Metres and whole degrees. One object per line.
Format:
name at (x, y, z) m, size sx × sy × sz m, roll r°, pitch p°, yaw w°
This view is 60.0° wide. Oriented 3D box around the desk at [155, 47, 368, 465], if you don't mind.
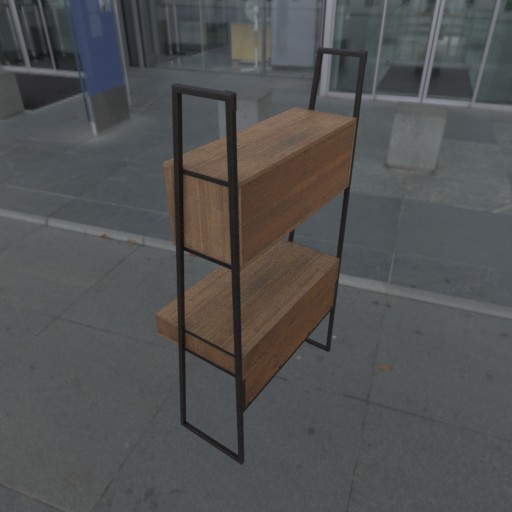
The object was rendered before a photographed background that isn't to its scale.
desk at (0.000, 0.000, 2.211) m, size 0.515 × 1.809 × 0.982 m, roll 21°, pitch 38°, yaw 29°
